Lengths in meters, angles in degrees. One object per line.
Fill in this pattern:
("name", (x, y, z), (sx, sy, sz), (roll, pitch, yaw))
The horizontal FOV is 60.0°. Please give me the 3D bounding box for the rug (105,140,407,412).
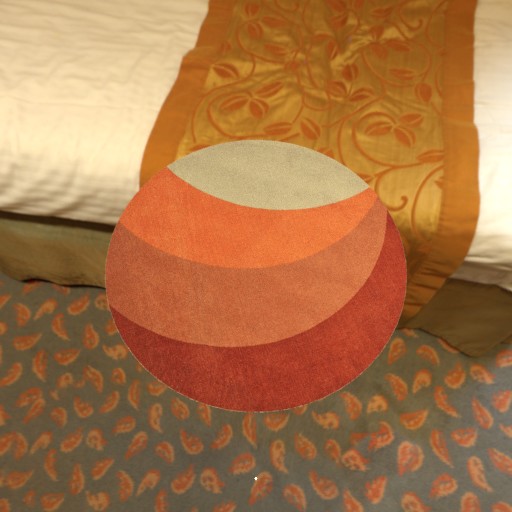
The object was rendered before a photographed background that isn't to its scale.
("rug", (0.000, 0.000, 2.251), (1.514, 0.015, 1.514), (0, 63, 0))
